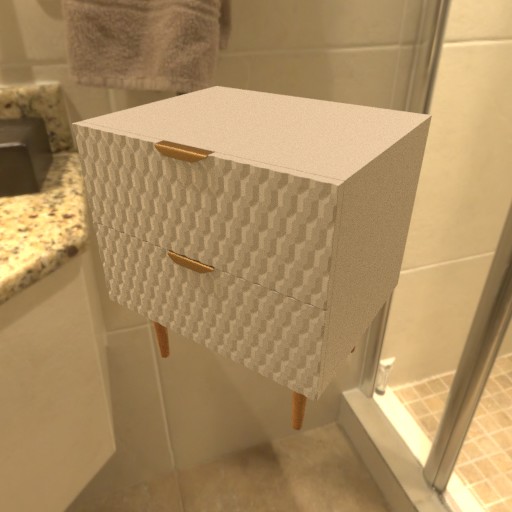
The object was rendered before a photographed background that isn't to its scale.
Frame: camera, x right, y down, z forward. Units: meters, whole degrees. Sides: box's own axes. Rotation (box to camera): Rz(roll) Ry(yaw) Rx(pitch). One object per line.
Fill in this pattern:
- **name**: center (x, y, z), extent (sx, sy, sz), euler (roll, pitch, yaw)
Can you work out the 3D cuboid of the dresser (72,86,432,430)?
- **dresser**: center (0.000, 0.000, 0.936), extent (0.503, 0.568, 0.414), euler (19, 36, 28)
